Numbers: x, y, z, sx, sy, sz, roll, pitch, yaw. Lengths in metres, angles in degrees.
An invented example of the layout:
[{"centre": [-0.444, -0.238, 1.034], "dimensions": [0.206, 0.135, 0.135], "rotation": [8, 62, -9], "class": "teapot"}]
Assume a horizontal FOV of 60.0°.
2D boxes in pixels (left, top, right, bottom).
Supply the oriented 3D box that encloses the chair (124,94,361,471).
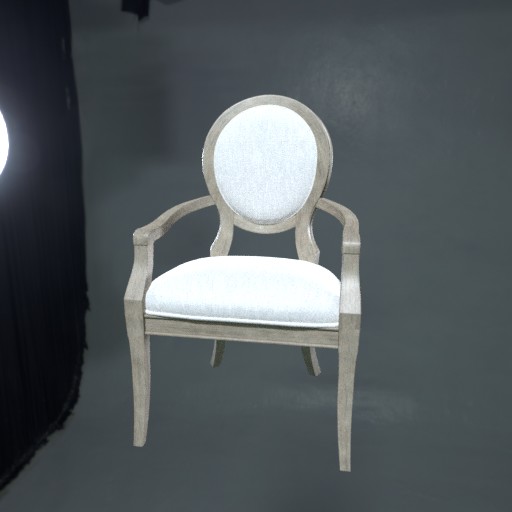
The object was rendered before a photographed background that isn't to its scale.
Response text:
[{"centre": [0.000, 0.000, 1.376], "dimensions": [0.611, 0.991, 0.602], "rotation": [2, 15, 9], "class": "chair"}]
